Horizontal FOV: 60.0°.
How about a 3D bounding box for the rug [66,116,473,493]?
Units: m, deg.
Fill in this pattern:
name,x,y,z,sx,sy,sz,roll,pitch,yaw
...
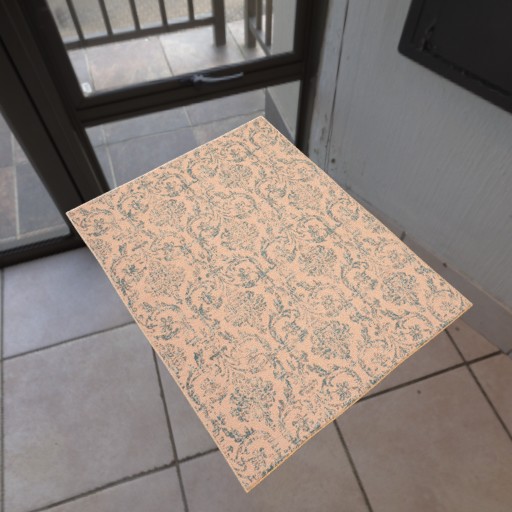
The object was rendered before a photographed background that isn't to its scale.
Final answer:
name,x,y,z,sx,sy,sz,roll,pitch,yaw
rug,0.000,0.000,4.007,2.363,0.012,2.980,-32,63,-19
